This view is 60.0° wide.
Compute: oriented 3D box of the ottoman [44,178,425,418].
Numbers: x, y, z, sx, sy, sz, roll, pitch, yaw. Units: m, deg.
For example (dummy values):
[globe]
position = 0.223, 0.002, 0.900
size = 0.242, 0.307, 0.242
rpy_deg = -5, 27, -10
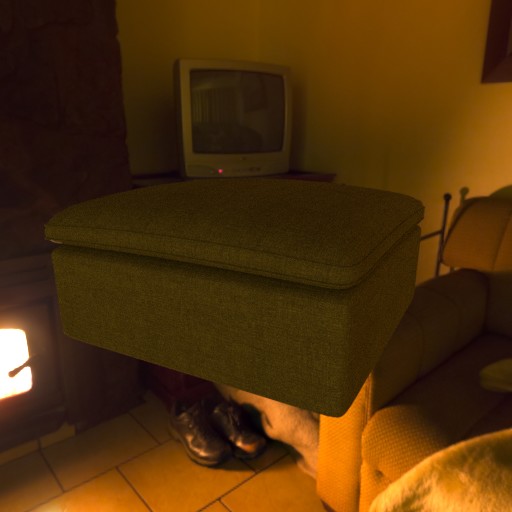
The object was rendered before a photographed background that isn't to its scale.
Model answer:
[ottoman]
position = 0.000, 0.000, 1.693
size = 1.067, 0.559, 1.067
rpy_deg = 8, 17, 27
